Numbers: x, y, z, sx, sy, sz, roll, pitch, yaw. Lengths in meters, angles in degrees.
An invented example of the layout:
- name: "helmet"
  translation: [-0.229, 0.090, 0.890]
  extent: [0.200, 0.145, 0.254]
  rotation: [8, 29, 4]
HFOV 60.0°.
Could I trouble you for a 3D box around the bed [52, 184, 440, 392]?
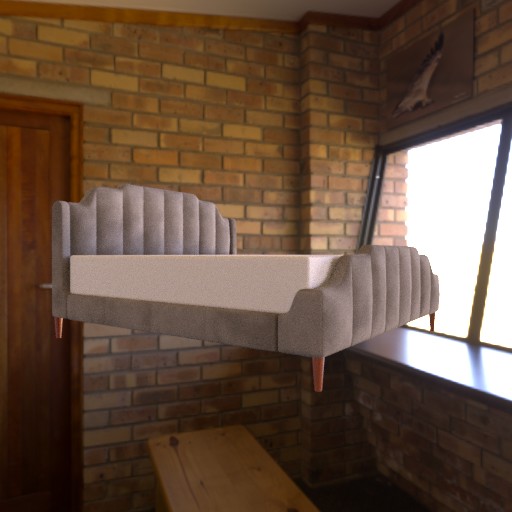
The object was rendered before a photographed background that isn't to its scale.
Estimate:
- name: "bed"
  translation: [0.000, 0.000, 3.514]
  extent: [2.340, 1.245, 2.074]
  rotation: [0, 0, 36]
